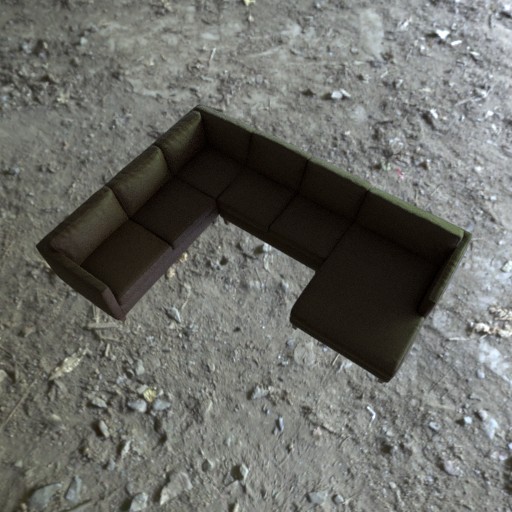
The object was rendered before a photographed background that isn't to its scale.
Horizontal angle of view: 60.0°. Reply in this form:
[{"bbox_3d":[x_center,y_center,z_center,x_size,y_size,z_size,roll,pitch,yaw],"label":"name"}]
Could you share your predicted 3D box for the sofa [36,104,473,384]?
[{"bbox_3d":[0.000,0.000,4.523,3.460,0.923,2.593,31,63,18],"label":"sofa"}]
